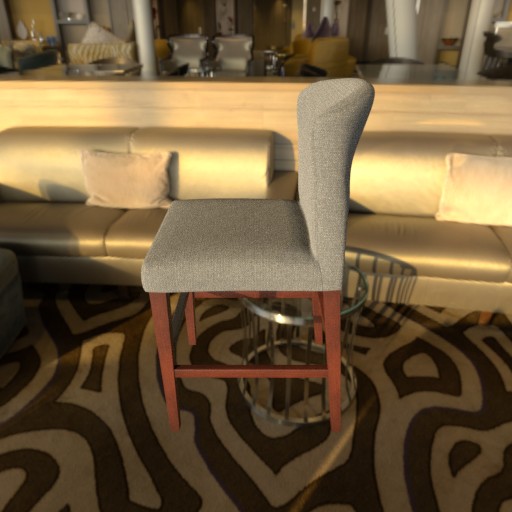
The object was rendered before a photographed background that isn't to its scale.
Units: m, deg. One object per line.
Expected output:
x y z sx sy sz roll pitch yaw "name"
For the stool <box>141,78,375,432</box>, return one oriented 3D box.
0.000 0.000 1.307 0.568 0.968 0.479 0 27 0 "stool"
